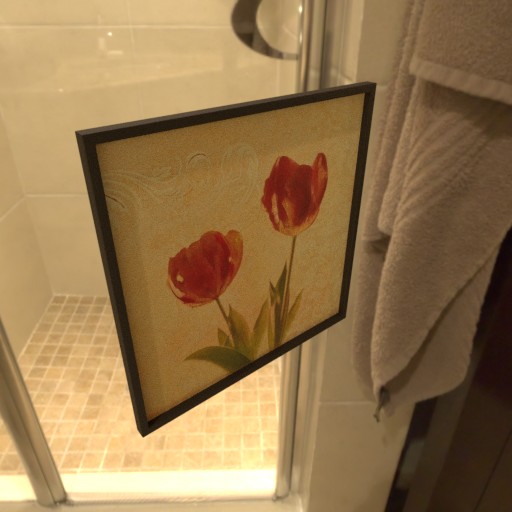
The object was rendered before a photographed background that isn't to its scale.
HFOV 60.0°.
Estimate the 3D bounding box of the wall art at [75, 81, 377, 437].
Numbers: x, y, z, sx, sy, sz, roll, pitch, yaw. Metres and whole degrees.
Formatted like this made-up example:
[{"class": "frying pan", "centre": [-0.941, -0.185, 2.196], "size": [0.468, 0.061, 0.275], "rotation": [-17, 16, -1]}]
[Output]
[{"class": "wall art", "centre": [0.000, 0.000, 1.201], "size": [0.805, 0.807, 0.043], "rotation": [-22, 38, -33]}]
